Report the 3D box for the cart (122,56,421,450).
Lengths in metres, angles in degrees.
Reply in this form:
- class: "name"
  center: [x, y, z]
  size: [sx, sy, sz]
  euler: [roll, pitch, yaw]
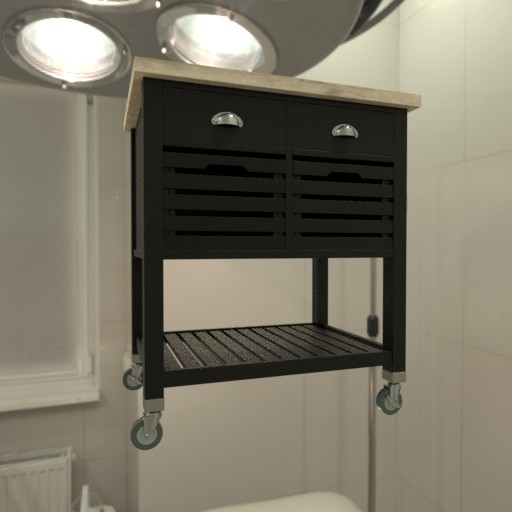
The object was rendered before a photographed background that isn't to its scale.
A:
- class: "cart"
  center: [0.000, 0.000, 1.404]
  size: [0.797, 0.920, 0.567]
  euler: [0, 1, -19]
